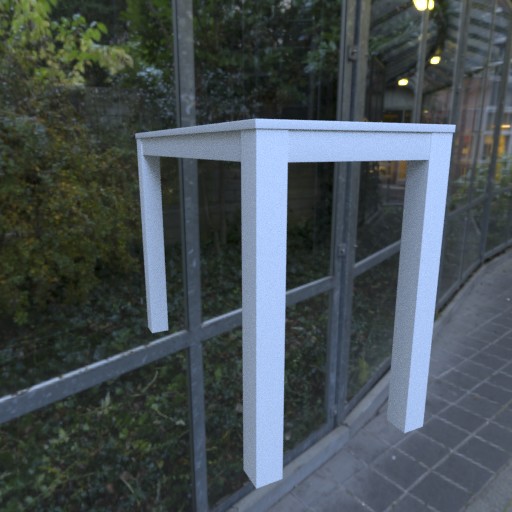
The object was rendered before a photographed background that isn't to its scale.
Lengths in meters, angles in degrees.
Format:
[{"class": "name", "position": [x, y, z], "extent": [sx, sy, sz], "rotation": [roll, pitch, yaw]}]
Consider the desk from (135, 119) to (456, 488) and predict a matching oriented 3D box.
[{"class": "desk", "position": [0.000, 0.000, 1.397], "extent": [0.497, 0.762, 0.990], "rotation": [-7, 15, -26]}]
